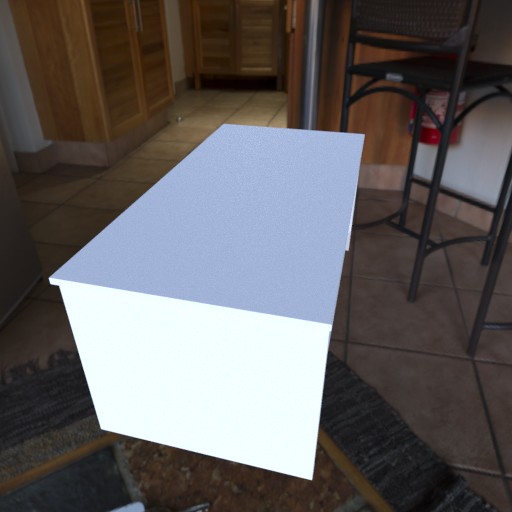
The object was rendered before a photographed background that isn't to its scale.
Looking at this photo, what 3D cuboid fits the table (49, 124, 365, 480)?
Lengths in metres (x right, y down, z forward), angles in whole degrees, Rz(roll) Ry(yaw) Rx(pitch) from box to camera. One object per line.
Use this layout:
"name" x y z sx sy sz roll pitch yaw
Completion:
"table" 0.000 0.000 1.259 0.500 0.441 1.000 8 33 12
